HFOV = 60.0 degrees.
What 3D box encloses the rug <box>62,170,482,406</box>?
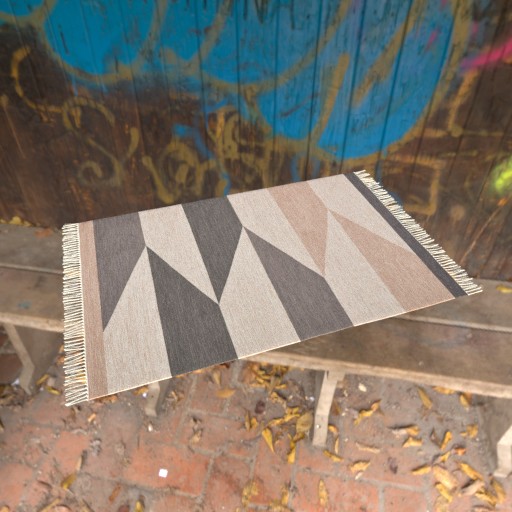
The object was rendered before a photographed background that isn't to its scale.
[{"bbox_3d":[0.000,0.000,2.421,2.021,0.027,1.224,-12,43,-14],"label":"rug"}]
